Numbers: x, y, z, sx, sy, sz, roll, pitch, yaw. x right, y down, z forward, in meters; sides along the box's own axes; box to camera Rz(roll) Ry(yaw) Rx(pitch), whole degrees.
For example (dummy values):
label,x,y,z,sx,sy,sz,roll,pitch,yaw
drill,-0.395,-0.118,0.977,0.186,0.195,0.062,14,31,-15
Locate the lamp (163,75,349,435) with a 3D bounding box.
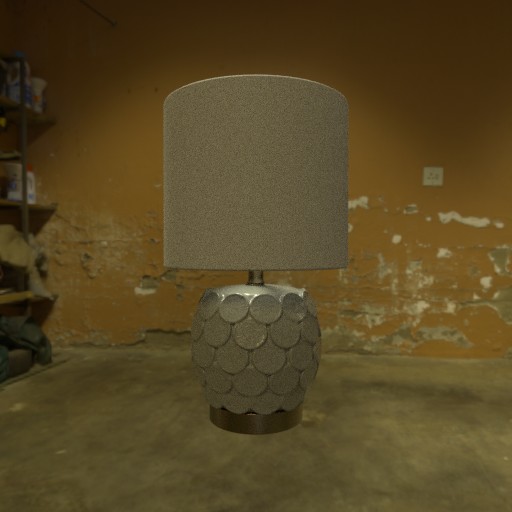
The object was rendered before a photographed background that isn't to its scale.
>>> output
label,x,y,z,sx,sy,sz,roll,pitch,yaw
lamp,0.000,0.000,0.624,0.254,0.452,0.254,0,1,0
